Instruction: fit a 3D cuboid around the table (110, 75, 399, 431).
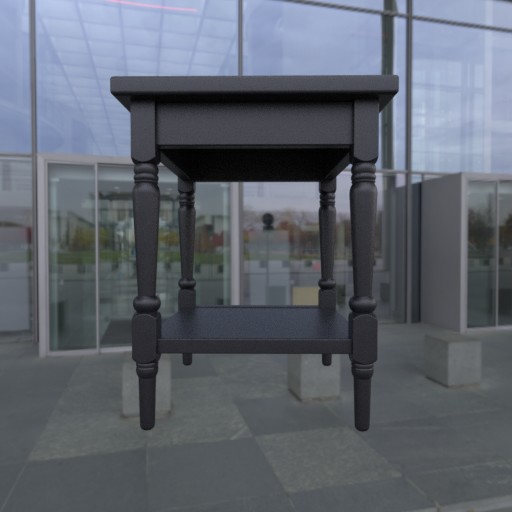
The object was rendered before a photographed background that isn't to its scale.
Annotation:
[{"bbox_3d":[0.000,0.000,0.926,0.442,0.565,0.488,0,1,1],"label":"table"}]
